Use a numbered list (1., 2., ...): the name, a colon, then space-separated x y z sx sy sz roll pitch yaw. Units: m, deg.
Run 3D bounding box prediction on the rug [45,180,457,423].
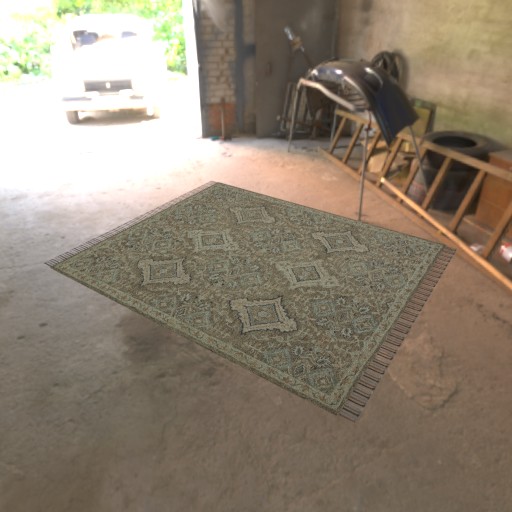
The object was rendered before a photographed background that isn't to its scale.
1. rug: 0.000 0.000 4.167 3.056 0.010 2.437 20 37 29
